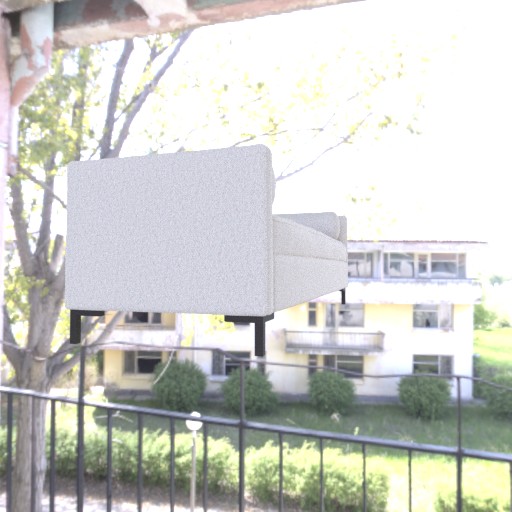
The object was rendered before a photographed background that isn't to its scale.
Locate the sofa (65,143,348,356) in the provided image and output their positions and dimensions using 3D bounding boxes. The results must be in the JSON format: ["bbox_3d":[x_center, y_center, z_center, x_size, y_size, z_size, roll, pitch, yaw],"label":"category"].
[{"bbox_3d":[0.000,0.000,2.331,0.746,0.641,1.985,0,-2,18],"label":"sofa"}]
